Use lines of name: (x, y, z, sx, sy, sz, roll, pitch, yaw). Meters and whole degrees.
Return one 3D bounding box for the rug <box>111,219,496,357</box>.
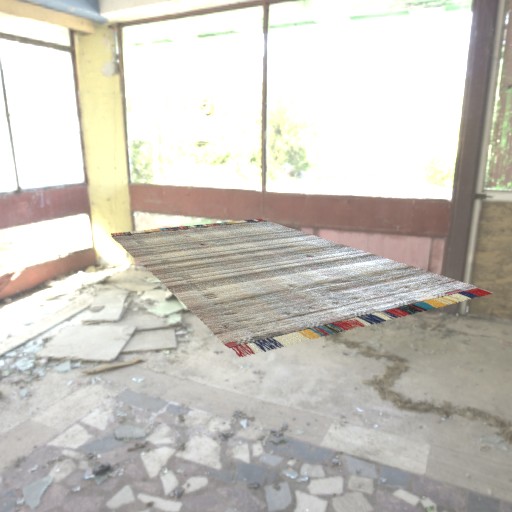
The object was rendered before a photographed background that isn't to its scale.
rug: (0.000, 0.000, 2.954, 1.465, 0.012, 2.465, -8, 17, -27)
